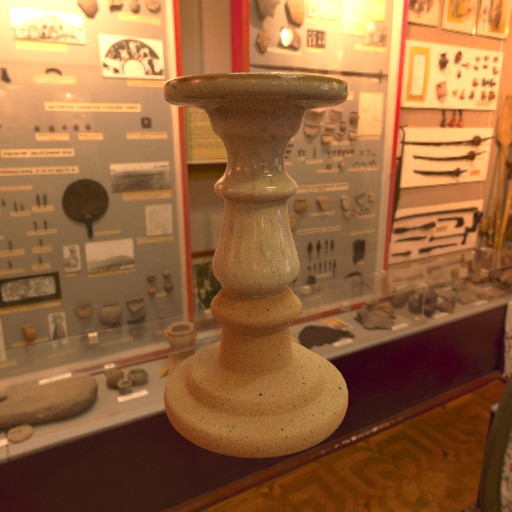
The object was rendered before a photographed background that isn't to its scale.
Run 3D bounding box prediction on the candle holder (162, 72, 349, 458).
[{"bbox_3d":[0.000,0.000,0.277,0.123,0.202,0.123,0,15,0],"label":"candle holder"}]
